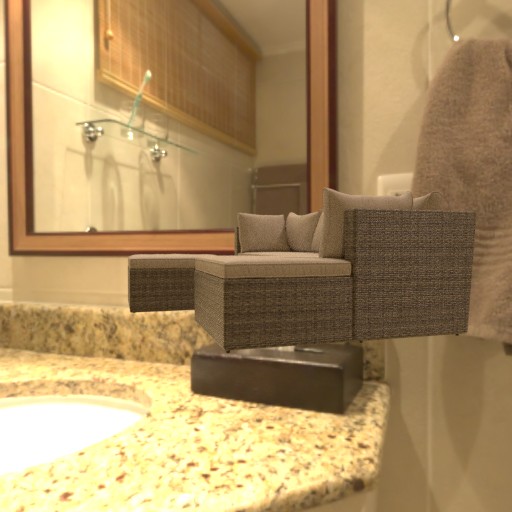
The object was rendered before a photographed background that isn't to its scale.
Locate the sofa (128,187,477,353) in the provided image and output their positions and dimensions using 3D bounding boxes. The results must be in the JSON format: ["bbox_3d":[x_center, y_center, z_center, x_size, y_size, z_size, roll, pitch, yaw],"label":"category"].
[{"bbox_3d":[0.000,0.000,3.042,1.662,0.766,2.192,0,2,-17],"label":"sofa"}]
